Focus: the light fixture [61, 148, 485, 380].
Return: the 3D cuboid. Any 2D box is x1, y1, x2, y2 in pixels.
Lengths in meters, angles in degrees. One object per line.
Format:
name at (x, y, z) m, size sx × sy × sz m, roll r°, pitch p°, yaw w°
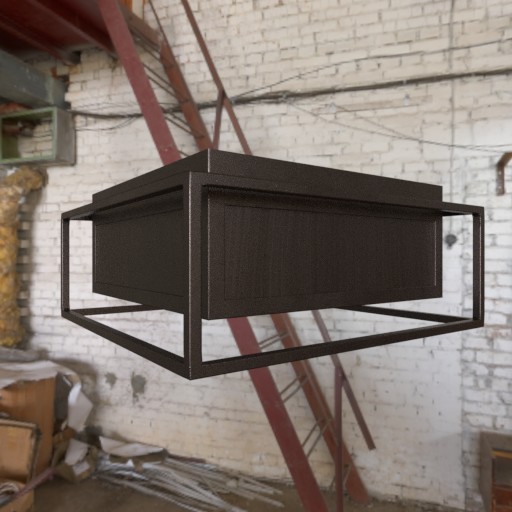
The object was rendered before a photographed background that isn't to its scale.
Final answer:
light fixture at (0.000, 0.000, 0.647) m, size 0.441 × 0.191 × 0.441 m, roll 0°, pitch 0°, yaw -36°
